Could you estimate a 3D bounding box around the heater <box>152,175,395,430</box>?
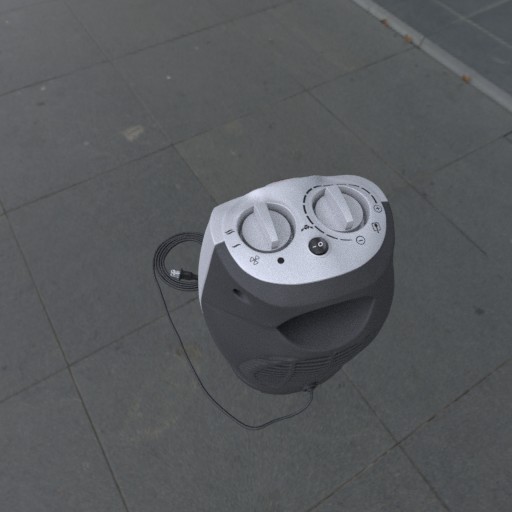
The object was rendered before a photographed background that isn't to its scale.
[{"bbox_3d":[0.000,0.000,0.473,0.239,0.255,0.291,-15,58,-9],"label":"heater"}]
